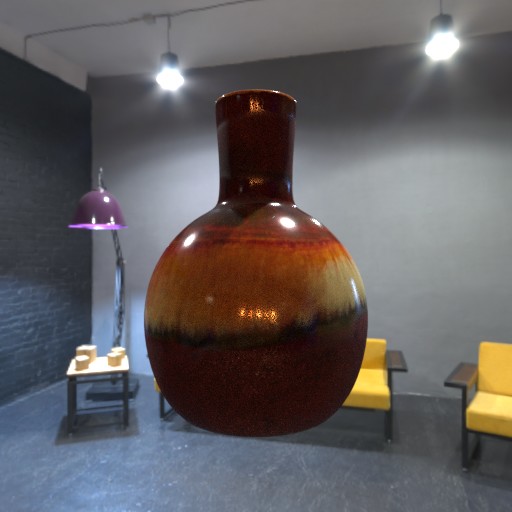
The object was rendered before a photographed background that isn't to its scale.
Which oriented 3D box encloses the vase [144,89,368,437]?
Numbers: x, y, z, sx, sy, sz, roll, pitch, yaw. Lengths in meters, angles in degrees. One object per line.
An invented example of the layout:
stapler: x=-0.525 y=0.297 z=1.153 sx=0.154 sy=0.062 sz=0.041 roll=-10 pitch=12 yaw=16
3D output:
vase: x=0.000 y=0.000 z=0.225 sx=0.111 sy=0.154 sz=0.111 roll=0 pitch=1 yaw=0
